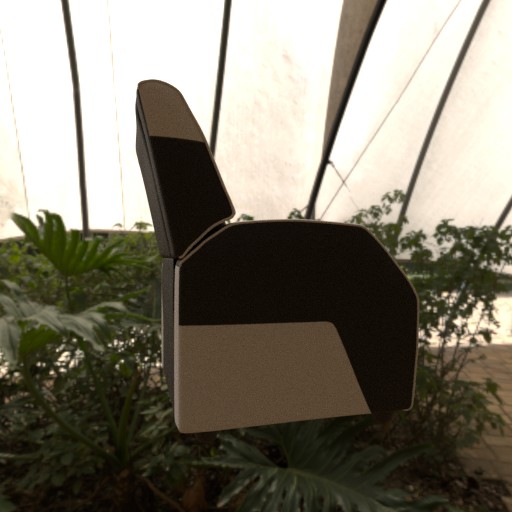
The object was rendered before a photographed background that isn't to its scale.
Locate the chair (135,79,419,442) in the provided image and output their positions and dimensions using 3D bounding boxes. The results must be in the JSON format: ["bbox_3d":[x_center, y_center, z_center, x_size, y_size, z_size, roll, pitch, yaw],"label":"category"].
[{"bbox_3d":[0.000,0.000,1.279,0.672,0.805,0.620,0,0,-15],"label":"chair"}]
